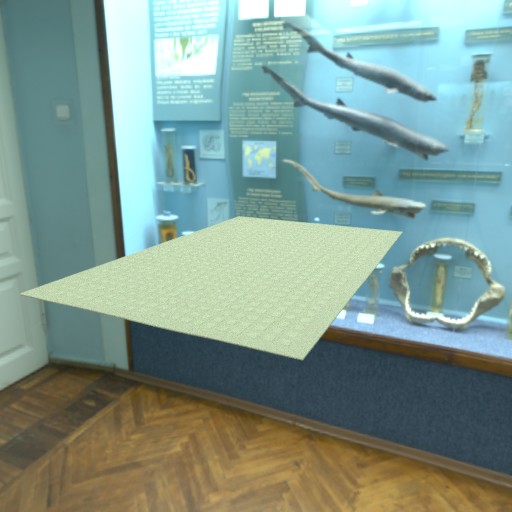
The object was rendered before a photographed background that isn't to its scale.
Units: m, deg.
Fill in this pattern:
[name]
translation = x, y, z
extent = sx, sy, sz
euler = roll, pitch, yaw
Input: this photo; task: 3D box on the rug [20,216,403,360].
[rug]
translation = 0.000, 0.000, 2.197
extent = 1.143, 0.006, 1.747
euler = 8, 18, 25
